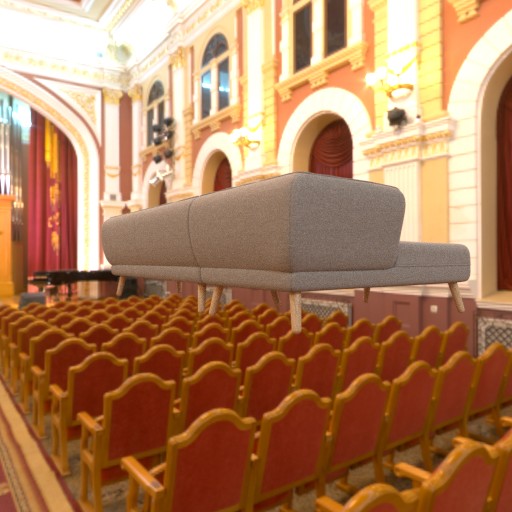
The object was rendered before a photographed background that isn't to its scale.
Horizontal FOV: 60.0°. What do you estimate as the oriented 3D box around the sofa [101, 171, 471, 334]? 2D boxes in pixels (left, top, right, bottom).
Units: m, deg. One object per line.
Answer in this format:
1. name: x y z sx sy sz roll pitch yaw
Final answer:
1. sofa: 0.000 0.000 3.283 1.532 0.693 2.653 0 0 -35
